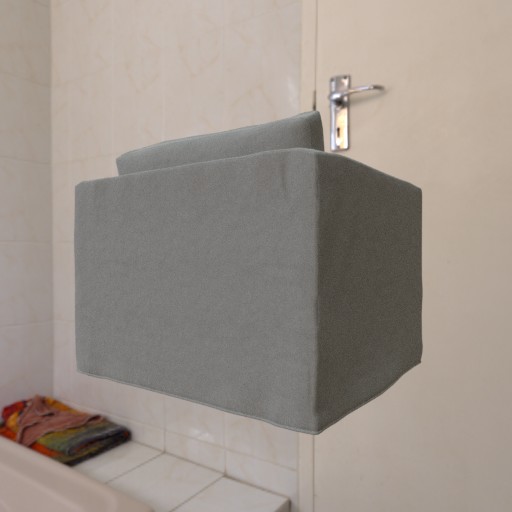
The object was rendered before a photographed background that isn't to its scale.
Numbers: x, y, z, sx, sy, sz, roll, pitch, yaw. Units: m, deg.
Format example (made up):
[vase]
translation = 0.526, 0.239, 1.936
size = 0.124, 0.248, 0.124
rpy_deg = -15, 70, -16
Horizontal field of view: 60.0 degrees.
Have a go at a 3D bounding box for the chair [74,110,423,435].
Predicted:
[chair]
translation = 0.000, 0.000, 1.732
size = 1.057, 0.863, 0.949
rpy_deg = 0, 1, 36
